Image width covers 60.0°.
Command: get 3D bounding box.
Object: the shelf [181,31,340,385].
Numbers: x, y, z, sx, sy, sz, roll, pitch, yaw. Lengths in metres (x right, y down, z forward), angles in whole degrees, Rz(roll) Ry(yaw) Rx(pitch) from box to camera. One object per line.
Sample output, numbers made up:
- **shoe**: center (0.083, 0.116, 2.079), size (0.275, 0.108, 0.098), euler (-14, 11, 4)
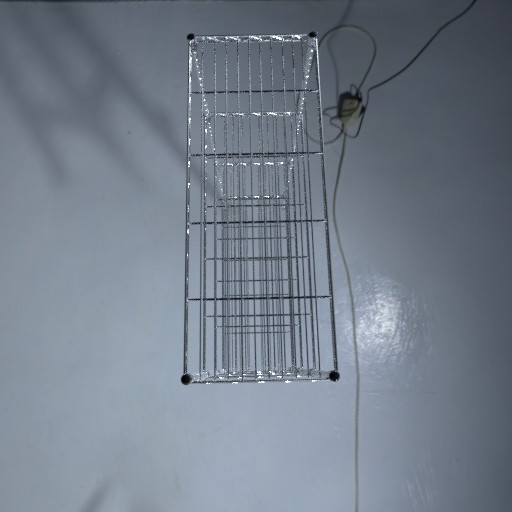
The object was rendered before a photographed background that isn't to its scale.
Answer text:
- **shelf**: center (0.000, 0.000, 1.740), size (0.352, 1.360, 0.907), euler (-1, 76, 0)
